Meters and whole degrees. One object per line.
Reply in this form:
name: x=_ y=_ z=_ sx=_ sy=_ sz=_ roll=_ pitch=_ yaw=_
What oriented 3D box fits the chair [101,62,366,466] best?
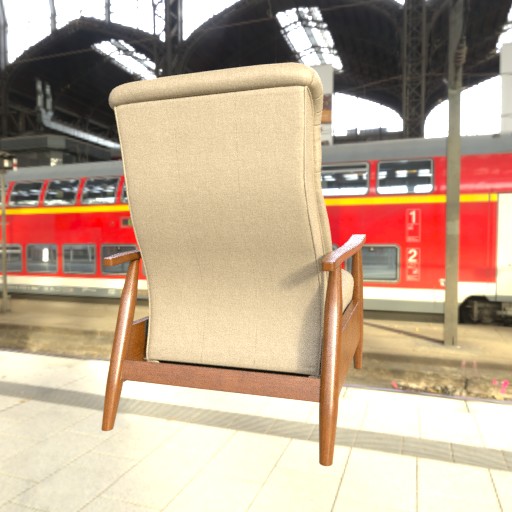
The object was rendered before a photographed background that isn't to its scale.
chair: x=0.000 y=0.000 z=1.730 sx=0.762 sy=1.082 sz=1.032 roll=1 pitch=2 yaw=18
